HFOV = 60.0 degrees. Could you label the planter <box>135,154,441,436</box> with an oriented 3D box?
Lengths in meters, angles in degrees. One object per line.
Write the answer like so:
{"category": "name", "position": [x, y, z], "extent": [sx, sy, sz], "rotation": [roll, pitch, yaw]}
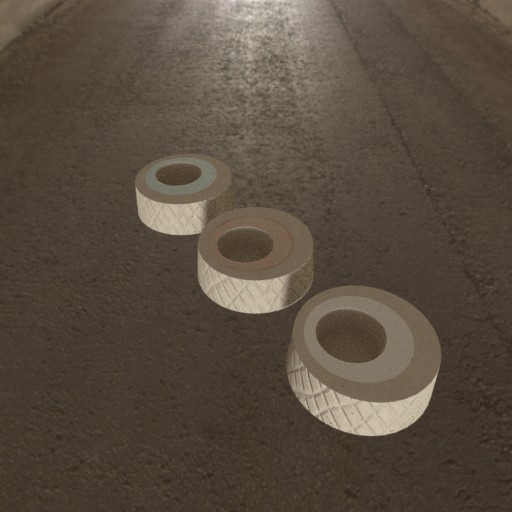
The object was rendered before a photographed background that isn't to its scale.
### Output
{"category": "planter", "position": [0.000, 0.000, 0.424], "extent": [0.114, 0.038, 0.390], "rotation": [-25, 47, -26]}
